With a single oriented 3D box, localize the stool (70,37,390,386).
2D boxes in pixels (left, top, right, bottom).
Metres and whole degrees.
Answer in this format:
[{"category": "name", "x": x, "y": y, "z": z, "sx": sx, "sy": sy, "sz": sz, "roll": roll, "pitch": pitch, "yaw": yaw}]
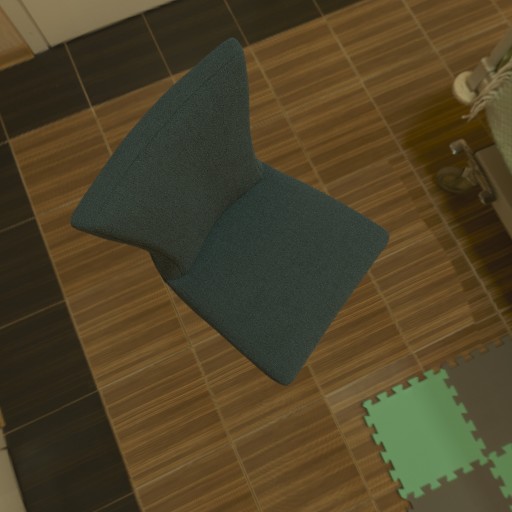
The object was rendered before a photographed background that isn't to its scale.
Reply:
[{"category": "stool", "x": 0.000, "y": 0.000, "z": 1.308, "sx": 0.574, "sy": 1.000, "sz": 0.514, "roll": 35, "pitch": 79, "yaw": 8}]
